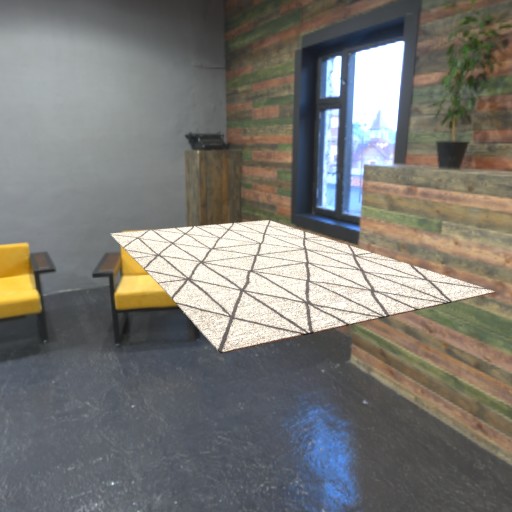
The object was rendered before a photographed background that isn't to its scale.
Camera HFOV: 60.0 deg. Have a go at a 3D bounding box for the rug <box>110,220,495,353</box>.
[{"bbox_3d":[0.000,0.000,3.015,1.526,0.008,2.465,-7,16,-26],"label":"rug"}]
